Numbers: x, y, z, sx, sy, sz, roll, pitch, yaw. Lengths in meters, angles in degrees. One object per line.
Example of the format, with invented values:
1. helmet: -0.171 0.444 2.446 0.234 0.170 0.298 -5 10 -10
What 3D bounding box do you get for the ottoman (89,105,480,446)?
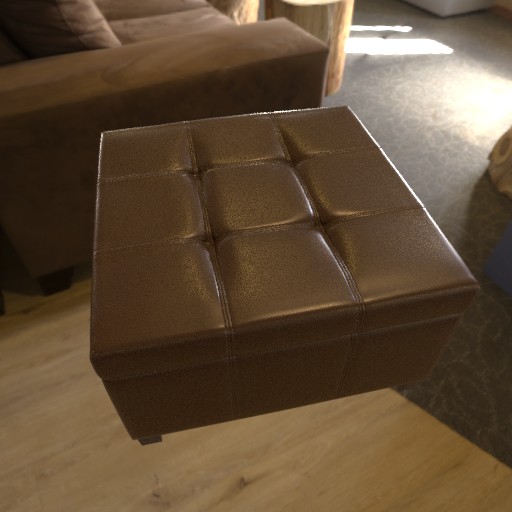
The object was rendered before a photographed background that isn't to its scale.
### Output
1. ottoman: 0.000 0.000 1.254 0.787 0.460 0.788 -9 47 -8
